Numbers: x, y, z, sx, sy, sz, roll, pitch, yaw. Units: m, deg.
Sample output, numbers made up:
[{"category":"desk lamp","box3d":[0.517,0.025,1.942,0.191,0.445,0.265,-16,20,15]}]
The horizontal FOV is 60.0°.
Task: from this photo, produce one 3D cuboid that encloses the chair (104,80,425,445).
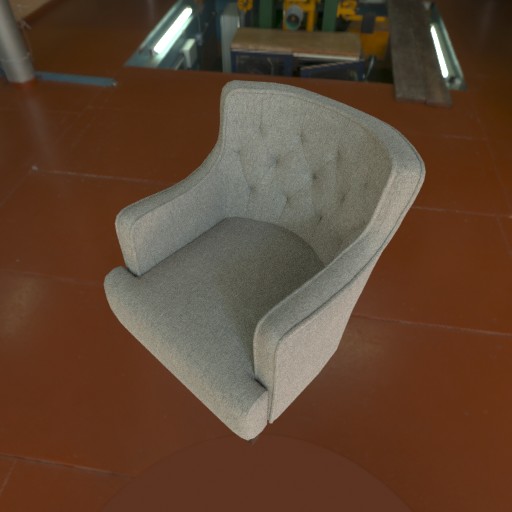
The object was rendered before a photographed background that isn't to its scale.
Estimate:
[{"category":"chair","box3d":[0.000,0.000,1.621,0.820,0.920,0.910,34,55,28]}]
